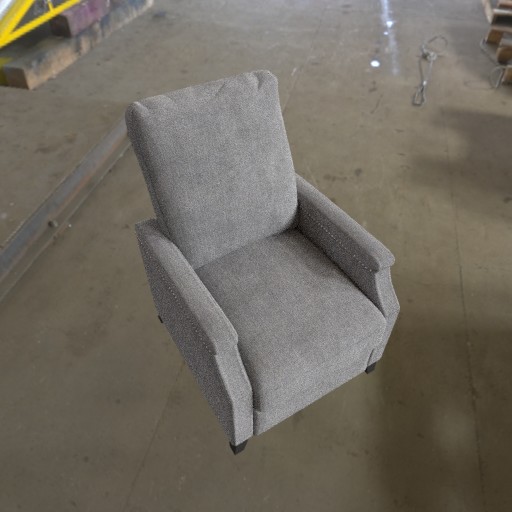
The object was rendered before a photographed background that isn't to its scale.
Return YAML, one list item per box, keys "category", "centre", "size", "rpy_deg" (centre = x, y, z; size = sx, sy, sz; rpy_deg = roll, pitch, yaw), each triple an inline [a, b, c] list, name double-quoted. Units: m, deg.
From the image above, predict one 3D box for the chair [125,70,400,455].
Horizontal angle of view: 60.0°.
- category: "chair"
  centre: [0.000, 0.000, 1.654]
  size: [0.710, 1.049, 0.922]
  rpy_deg: [-23, 50, -21]
